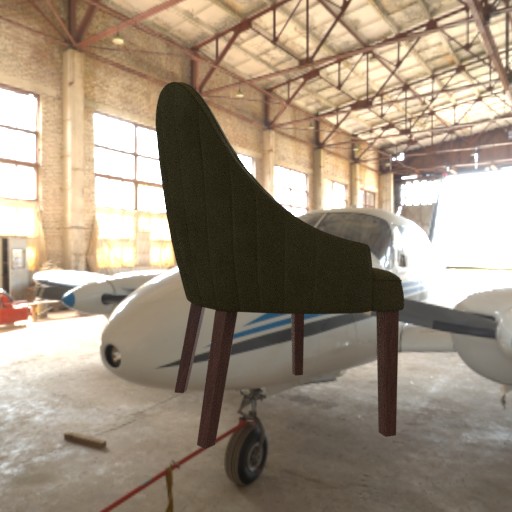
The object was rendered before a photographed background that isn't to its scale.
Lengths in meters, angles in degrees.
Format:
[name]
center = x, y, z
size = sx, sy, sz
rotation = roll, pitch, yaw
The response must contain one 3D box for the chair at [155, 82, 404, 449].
[chair]
center = 0.000, 0.000, 1.302
size = 0.575, 0.889, 0.643
rotation = 0, 0, -18
